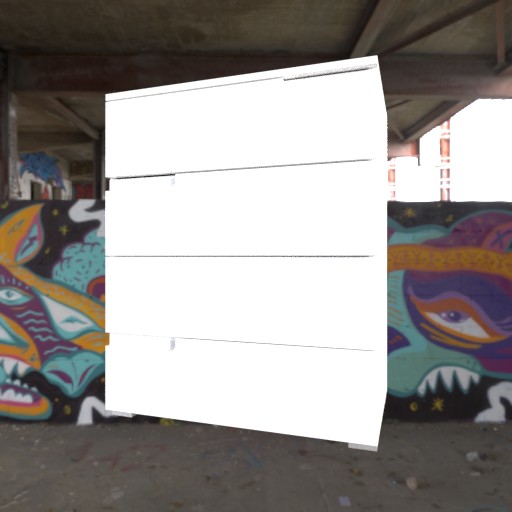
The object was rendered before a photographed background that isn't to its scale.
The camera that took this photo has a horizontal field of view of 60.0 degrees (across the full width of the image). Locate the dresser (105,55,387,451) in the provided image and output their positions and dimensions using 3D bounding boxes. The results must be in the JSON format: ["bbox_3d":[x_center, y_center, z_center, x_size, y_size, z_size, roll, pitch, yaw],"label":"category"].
[{"bbox_3d":[0.000,0.000,1.179,0.650,0.800,0.400,0,0,19],"label":"dresser"}]
